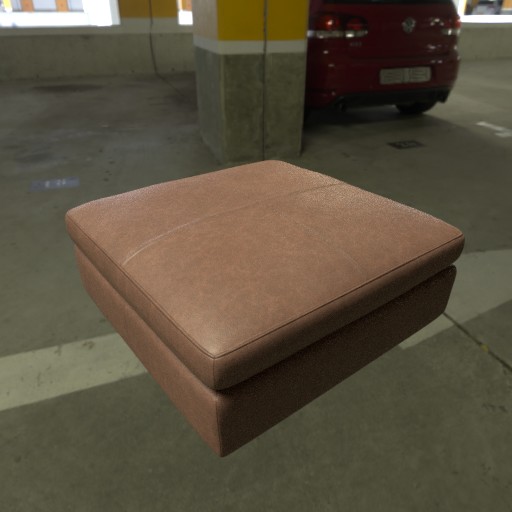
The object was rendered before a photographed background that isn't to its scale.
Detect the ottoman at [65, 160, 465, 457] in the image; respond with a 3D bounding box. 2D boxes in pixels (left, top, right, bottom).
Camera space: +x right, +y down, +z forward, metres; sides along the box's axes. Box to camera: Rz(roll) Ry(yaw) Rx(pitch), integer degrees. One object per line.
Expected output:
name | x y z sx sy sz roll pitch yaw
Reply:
ottoman | 0.000 0.000 1.819 1.168 0.490 1.168 -21 35 -32
